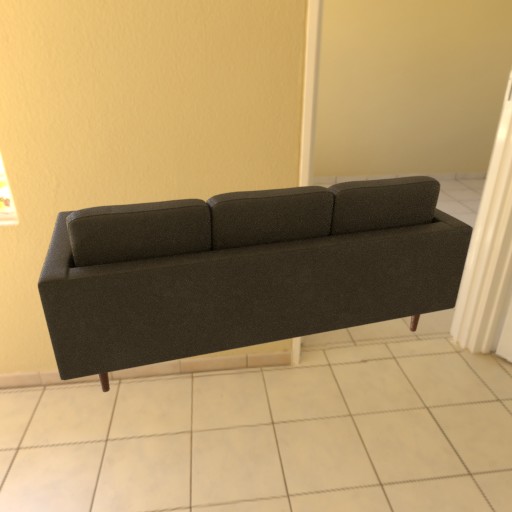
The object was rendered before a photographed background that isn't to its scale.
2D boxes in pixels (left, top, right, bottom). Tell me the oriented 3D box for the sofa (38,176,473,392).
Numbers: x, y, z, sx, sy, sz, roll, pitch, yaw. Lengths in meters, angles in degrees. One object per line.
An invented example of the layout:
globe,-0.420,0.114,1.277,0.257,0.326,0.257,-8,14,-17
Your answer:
sofa,0.000,0.000,2.445,2.029,0.899,0.879,-7,27,-15
